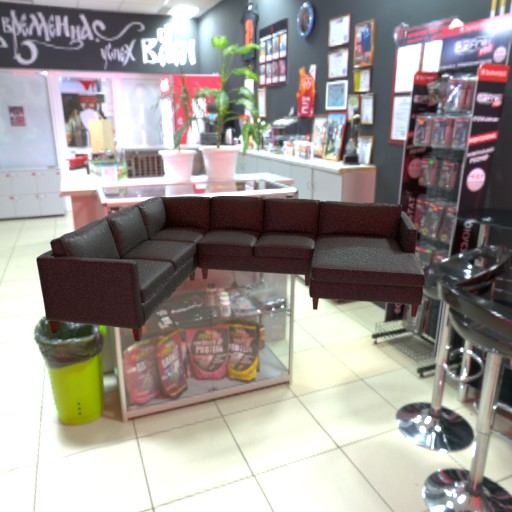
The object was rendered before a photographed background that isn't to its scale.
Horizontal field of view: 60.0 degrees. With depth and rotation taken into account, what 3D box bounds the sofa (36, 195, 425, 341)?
[{"bbox_3d":[0.000,0.000,4.812,3.460,0.923,2.593,3,18,10],"label":"sofa"}]
